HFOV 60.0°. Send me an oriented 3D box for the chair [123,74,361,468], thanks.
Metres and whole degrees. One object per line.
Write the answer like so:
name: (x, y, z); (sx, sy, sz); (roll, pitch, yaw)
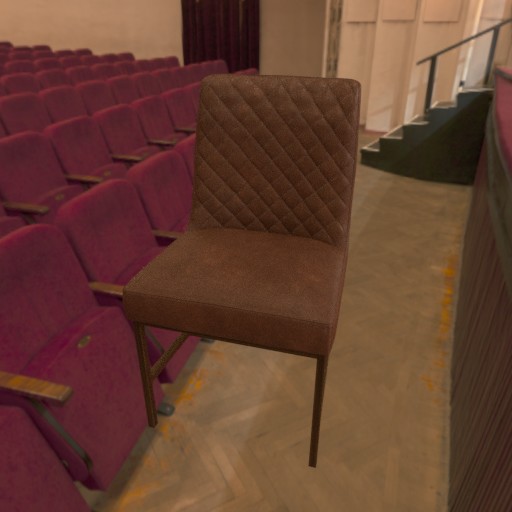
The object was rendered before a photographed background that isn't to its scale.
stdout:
chair: (0.000, 0.000, 1.229); (0.508, 0.889, 0.587); (8, 28, 14)
